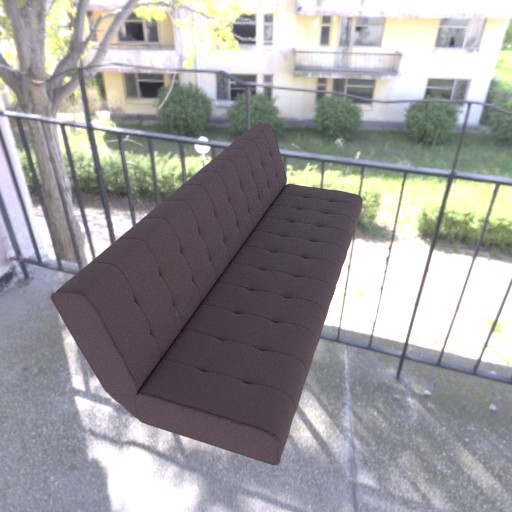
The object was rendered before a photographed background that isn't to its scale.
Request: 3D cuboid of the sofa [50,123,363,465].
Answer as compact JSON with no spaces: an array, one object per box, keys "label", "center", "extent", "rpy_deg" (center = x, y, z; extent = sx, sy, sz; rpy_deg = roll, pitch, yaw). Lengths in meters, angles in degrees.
[{"label":"sofa","center":[0.000,0.000,2.015],"extent":[0.747,0.699,1.703],"rpy_deg":[11,34,16]}]
